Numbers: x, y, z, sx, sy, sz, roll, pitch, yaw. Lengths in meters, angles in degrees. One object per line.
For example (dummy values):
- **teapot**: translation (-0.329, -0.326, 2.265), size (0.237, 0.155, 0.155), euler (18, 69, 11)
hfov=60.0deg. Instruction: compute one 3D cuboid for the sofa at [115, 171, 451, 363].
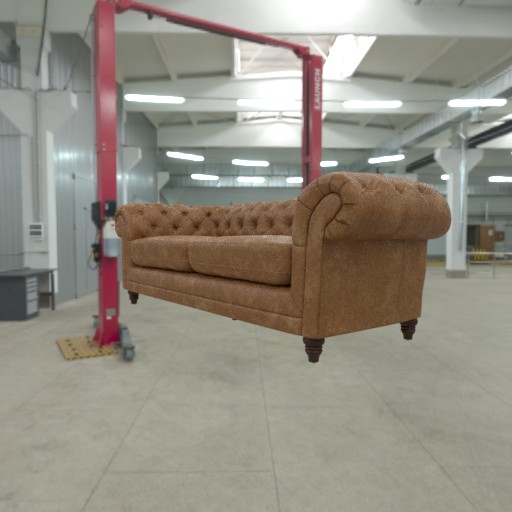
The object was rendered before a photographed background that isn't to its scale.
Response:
- **sofa**: translation (0.000, 0.000, 2.746), size (0.989, 0.760, 2.365), euler (-2, 3, -37)
